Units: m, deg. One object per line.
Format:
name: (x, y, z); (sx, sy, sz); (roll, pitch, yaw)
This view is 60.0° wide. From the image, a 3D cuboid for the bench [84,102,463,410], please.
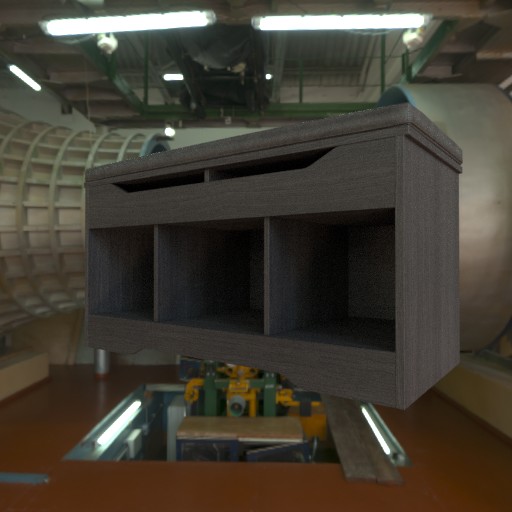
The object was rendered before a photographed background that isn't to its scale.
bench: (0.000, 0.000, 1.134); (0.905, 0.501, 0.401); (0, -1, 36)
